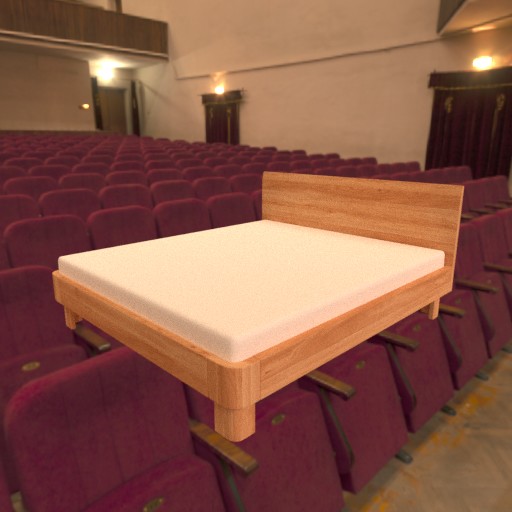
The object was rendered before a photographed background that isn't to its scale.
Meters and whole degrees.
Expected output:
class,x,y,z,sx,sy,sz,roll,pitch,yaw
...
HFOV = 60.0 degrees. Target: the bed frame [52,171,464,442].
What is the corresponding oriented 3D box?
class,x,y,z,sx,sy,sz,roll,pitch,yaw
bed frame,0.000,0.000,3.034,2.092,0.940,1.872,-14,21,-43
